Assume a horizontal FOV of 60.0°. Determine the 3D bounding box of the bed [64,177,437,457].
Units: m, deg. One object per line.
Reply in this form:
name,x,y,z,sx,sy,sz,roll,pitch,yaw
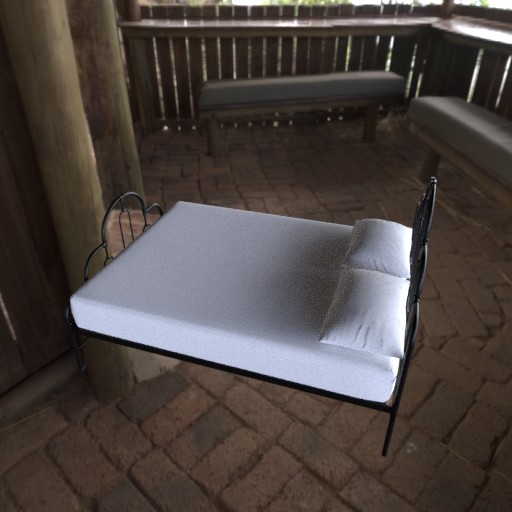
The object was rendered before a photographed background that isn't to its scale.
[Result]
bed,0.000,0.000,3.201,2.181,1.444,1.626,10,33,16
